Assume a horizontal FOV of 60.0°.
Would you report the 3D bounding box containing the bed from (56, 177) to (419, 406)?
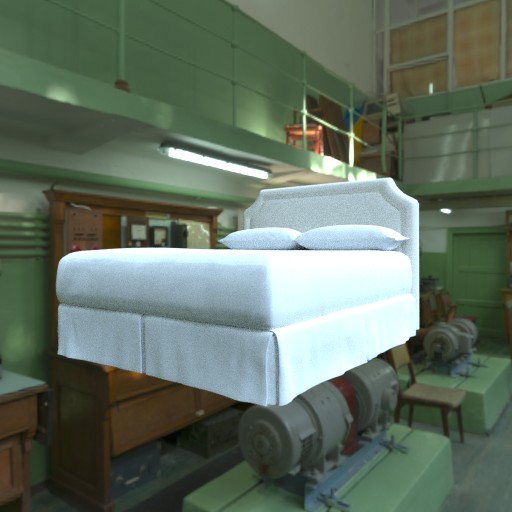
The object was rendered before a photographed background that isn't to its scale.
[{"bbox_3d":[0.000,0.000,3.843,2.134,1.524,2.548,1,1,36],"label":"bed"}]
